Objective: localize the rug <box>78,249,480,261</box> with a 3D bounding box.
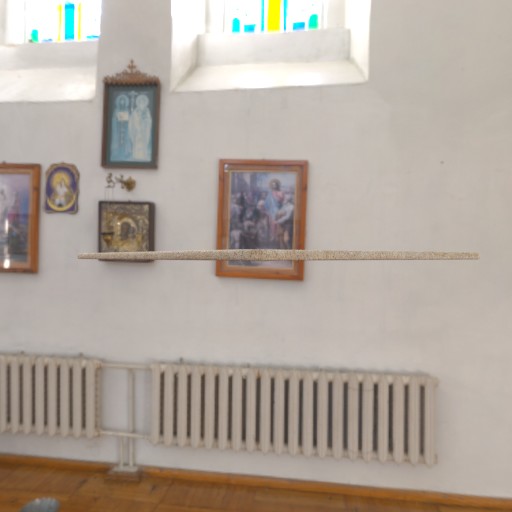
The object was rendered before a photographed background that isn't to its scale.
[{"bbox_3d":[0.000,0.000,3.419,2.009,0.048,2.528,0,0,-37],"label":"rug"}]
